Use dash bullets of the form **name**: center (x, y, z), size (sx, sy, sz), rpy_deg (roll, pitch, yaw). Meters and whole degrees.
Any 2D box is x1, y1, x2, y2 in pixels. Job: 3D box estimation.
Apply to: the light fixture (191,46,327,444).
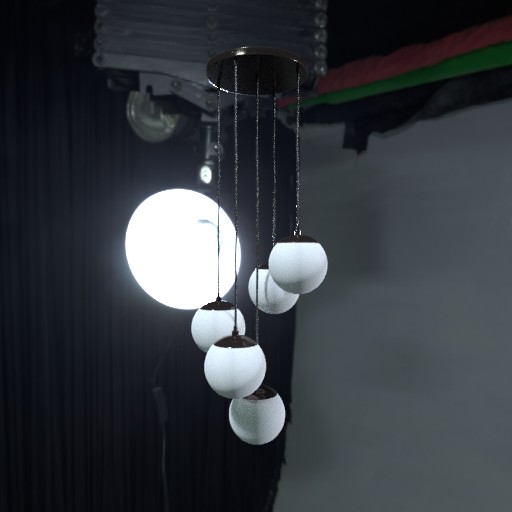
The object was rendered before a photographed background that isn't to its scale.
- **light fixture**: center (0.000, 0.000, 1.514), size (0.489, 1.271, 0.484), rpy_deg (0, 0, 36)
